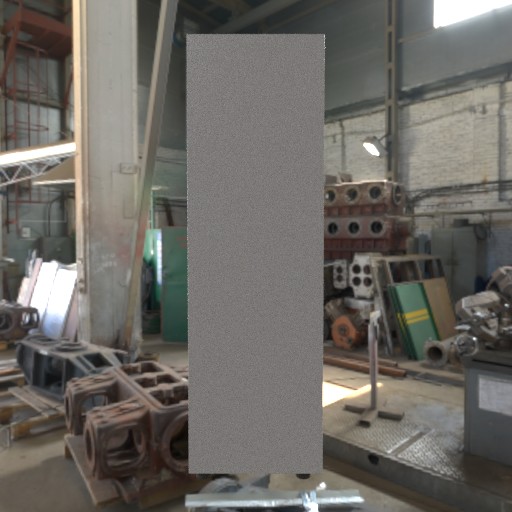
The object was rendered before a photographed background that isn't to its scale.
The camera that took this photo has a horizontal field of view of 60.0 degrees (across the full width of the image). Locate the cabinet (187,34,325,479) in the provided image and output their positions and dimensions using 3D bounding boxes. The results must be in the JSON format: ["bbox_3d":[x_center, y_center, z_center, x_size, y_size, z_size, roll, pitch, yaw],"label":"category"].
[{"bbox_3d":[0.000,0.000,1.628,0.348,1.150,0.990,0,2,0],"label":"cabinet"}]
